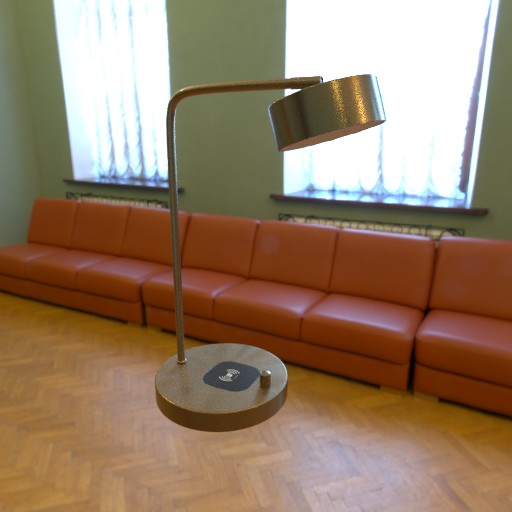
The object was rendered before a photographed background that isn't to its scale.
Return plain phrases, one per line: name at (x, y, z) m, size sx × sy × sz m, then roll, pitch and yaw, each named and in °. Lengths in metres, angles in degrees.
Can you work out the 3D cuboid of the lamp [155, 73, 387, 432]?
lamp at (0.000, 0.000, 0.510) m, size 0.270 × 0.380 × 0.171 m, roll 8°, pitch 17°, yaw 26°
